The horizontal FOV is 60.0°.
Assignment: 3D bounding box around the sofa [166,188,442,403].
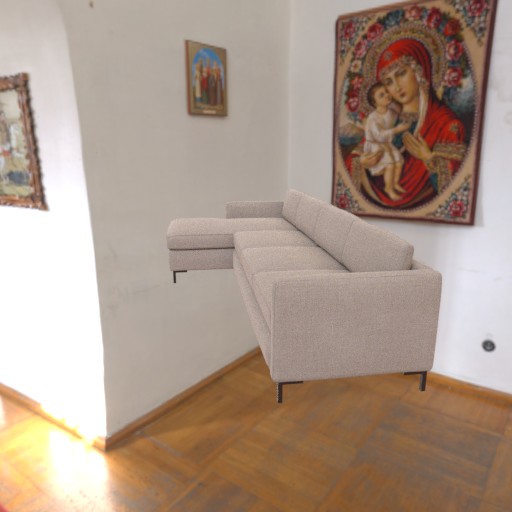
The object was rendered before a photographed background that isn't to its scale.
[{"bbox_3d":[0.000,0.000,3.515,1.469,0.816,2.923,-2,15,-8],"label":"sofa"}]
